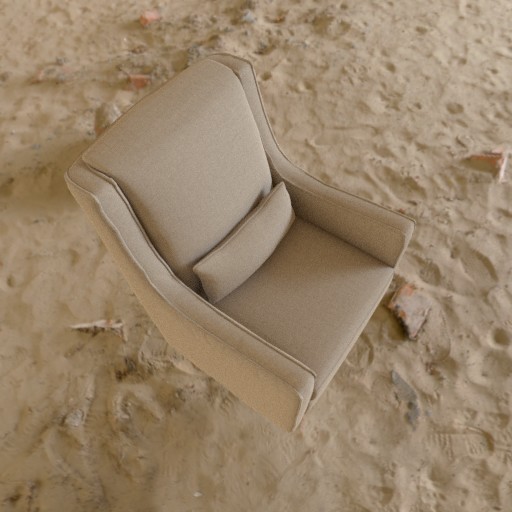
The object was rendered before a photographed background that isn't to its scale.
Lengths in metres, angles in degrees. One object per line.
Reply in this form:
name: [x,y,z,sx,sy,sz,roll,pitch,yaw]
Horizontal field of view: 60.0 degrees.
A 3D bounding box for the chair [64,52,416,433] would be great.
chair: [0.000,0.000,1.578,0.879,0.993,0.732,32,64,18]
